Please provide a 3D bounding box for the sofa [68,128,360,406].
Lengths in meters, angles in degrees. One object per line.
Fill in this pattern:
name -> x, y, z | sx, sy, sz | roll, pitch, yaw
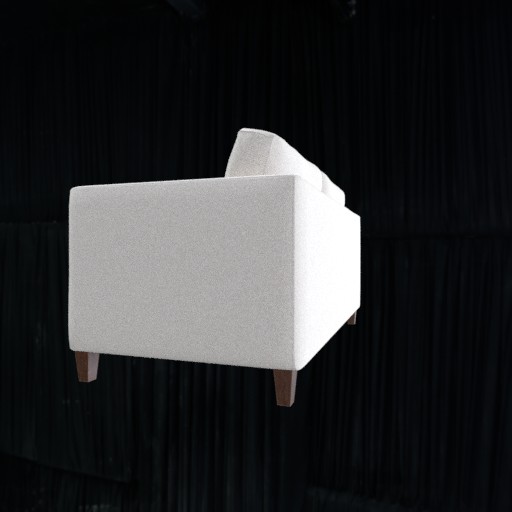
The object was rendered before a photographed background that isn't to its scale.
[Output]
sofa -> 0.000, 0.000, 2.239 | 0.873, 0.888, 1.722 | 0, 1, 19
